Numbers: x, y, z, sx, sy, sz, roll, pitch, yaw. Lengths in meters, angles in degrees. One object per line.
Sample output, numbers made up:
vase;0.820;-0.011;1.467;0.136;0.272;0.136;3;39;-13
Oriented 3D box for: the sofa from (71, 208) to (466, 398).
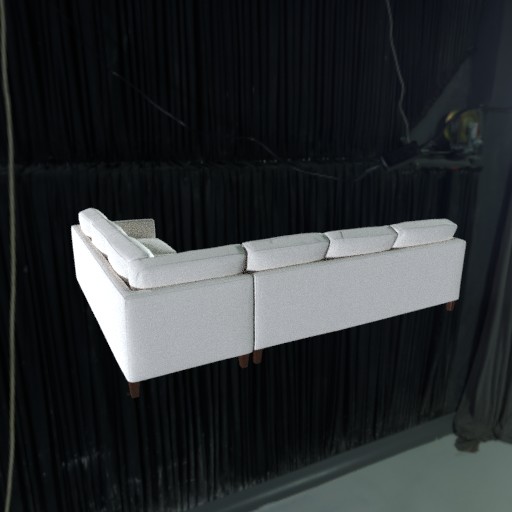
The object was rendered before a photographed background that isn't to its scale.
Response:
sofa;0.000;0.000;4.635;3.302;0.947;2.593;-8;18;-27
